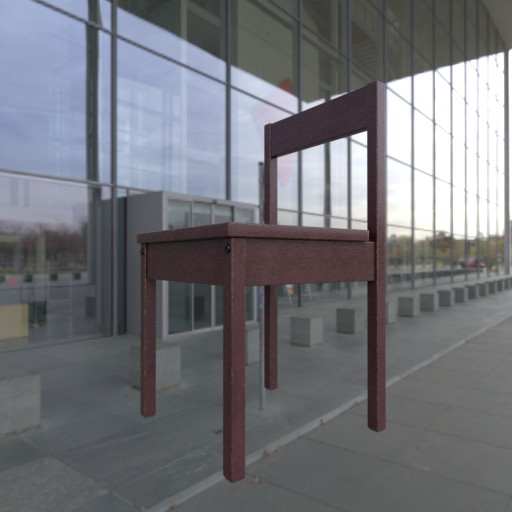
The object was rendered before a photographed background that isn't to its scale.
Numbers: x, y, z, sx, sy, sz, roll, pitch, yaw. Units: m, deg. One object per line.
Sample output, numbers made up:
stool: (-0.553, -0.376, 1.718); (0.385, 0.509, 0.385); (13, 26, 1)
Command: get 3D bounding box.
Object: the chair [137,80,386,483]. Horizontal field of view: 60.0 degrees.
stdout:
chair: (0.000, 0.000, 0.889); (0.361, 0.668, 0.367); (0, 0, -36)
